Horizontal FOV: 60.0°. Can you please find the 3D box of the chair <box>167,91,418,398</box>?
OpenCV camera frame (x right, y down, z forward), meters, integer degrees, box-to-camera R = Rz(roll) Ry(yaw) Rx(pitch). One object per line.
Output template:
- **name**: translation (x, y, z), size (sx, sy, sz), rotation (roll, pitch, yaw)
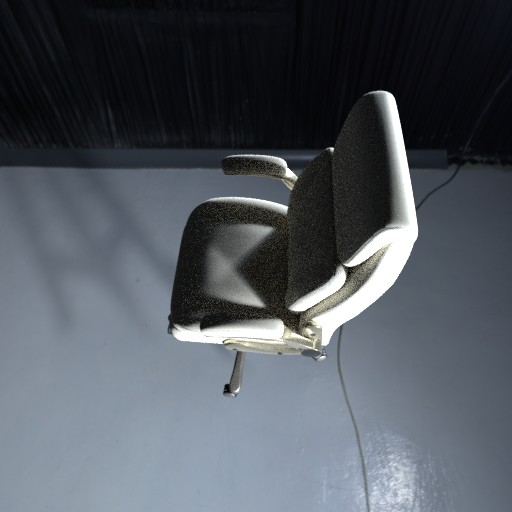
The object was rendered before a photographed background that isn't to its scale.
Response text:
- **chair**: translation (0.000, 0.000, 1.596), size (0.794, 1.110, 0.740), rotation (0, 57, 0)
